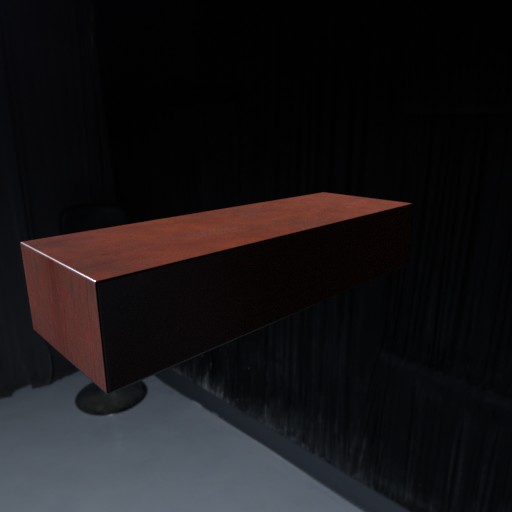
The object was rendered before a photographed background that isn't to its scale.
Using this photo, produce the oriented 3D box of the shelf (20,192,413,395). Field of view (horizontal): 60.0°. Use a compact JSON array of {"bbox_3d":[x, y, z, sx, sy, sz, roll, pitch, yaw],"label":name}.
[{"bbox_3d":[0.000,0.000,0.521,0.457,0.088,0.152,-15,22,-42],"label":"shelf"}]
